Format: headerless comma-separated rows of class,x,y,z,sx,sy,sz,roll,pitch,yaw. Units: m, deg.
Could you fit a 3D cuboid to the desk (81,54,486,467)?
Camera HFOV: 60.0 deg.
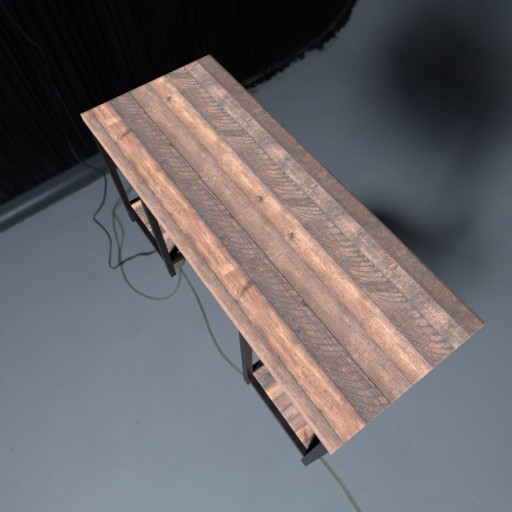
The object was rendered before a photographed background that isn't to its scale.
desk,0.000,0.000,1.893,0.617,0.753,1.538,-33,66,-16
